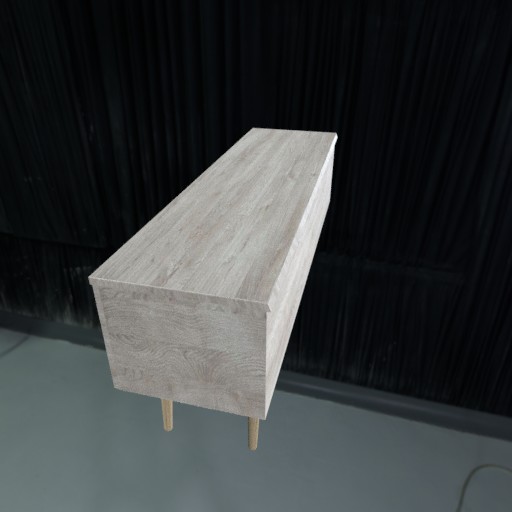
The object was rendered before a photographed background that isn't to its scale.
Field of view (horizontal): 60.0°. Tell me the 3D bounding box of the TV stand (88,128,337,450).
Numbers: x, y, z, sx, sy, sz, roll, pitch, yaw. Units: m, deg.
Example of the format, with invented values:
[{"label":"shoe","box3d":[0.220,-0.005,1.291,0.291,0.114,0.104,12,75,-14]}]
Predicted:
[{"label":"TV stand","box3d":[0.000,0.000,1.555,0.401,0.565,1.313,7,30,12]}]
